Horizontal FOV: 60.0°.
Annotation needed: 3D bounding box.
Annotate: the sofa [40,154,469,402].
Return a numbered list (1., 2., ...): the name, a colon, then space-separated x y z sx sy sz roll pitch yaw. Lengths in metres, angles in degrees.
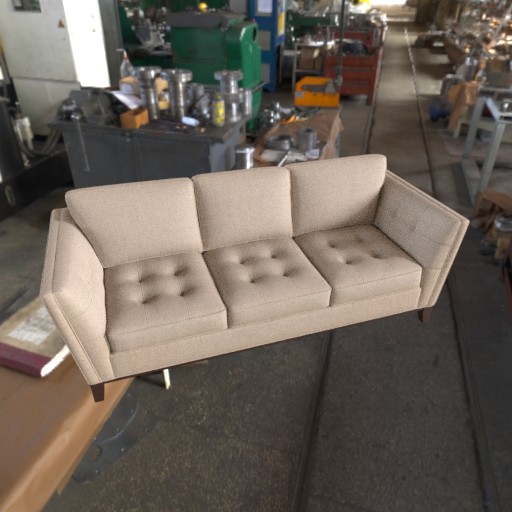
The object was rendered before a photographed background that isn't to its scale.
1. sofa: 0.000 0.000 2.868 2.388 0.940 0.965 -10 33 -15
